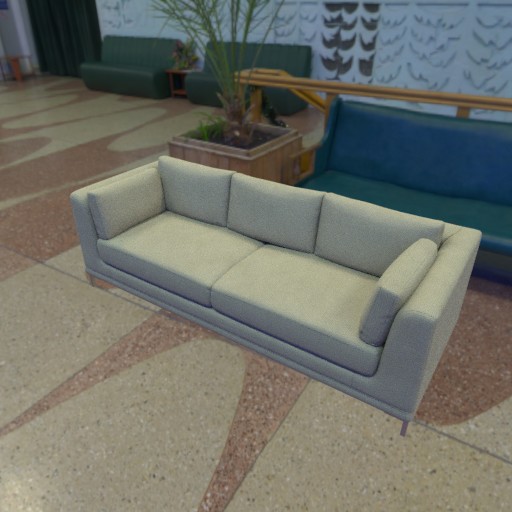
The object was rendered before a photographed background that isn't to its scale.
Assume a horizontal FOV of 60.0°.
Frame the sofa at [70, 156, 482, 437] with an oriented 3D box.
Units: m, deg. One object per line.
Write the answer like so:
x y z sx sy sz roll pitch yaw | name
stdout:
0.000 0.000 2.876 2.415 0.867 0.969 19 35 29 | sofa
